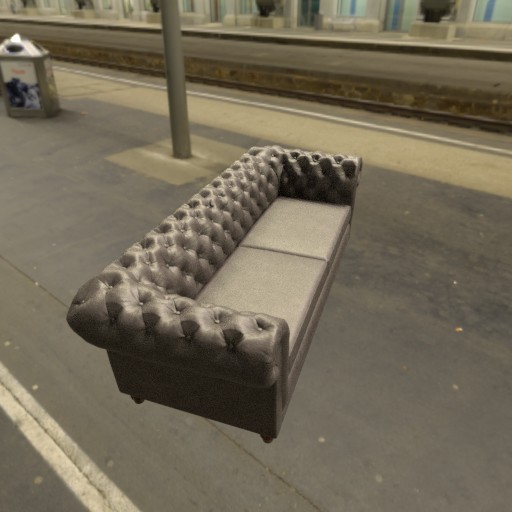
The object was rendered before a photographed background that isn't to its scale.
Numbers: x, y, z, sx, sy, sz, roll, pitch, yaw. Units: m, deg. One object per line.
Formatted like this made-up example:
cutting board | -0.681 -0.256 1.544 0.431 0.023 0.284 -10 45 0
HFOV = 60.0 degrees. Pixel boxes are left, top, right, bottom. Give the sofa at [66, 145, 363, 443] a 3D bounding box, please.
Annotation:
sofa | 0.000 0.000 2.775 0.944 0.783 2.385 10 32 17
